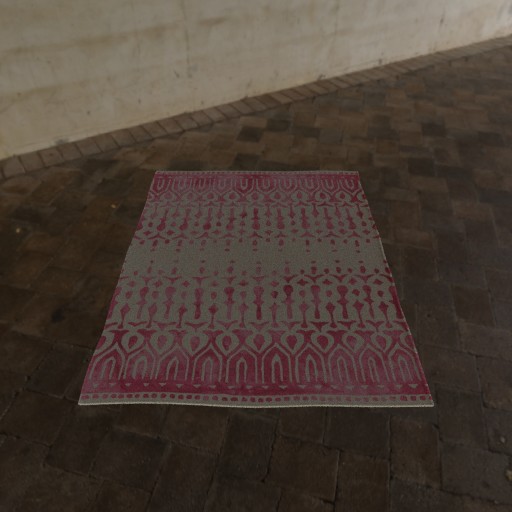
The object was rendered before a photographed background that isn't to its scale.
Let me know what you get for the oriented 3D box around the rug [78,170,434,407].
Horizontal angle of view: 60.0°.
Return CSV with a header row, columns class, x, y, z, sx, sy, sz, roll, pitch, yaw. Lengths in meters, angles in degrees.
class,x,y,z,sx,sy,sz,roll,pitch,yaw
rug,0.000,0.000,4.164,2.441,0.016,3.095,0,42,0
